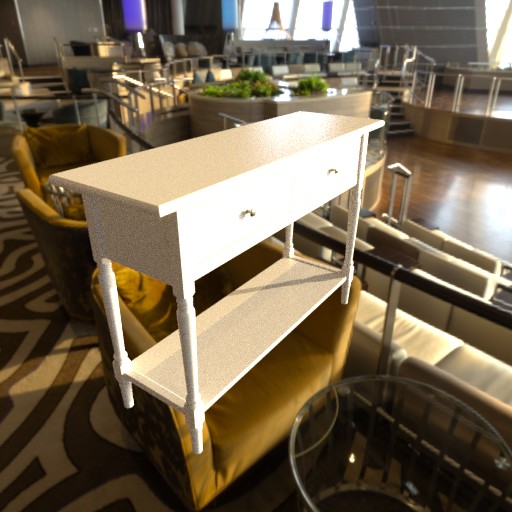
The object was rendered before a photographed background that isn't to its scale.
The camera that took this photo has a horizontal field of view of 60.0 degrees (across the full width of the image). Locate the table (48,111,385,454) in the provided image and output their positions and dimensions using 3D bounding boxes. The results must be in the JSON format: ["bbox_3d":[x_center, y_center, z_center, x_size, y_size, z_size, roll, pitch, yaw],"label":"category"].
[{"bbox_3d":[0.000,0.000,1.584,0.386,0.814,1.191,18,32,31],"label":"table"}]
